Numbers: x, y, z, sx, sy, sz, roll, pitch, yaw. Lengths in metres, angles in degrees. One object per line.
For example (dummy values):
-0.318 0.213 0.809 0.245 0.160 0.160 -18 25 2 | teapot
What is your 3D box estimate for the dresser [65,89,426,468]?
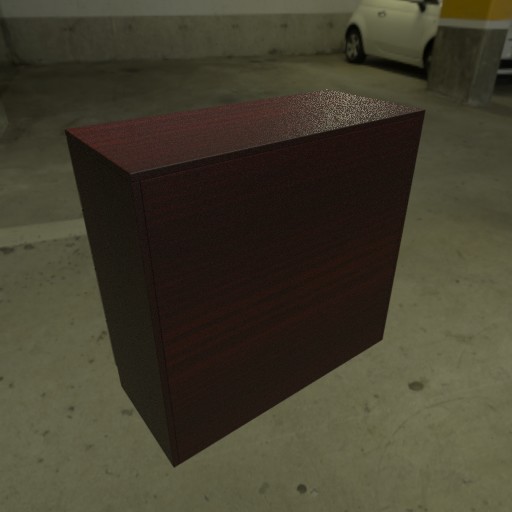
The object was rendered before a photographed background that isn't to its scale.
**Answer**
0.000 0.000 1.175 0.750 0.720 0.360 -21 36 -31 | dresser
